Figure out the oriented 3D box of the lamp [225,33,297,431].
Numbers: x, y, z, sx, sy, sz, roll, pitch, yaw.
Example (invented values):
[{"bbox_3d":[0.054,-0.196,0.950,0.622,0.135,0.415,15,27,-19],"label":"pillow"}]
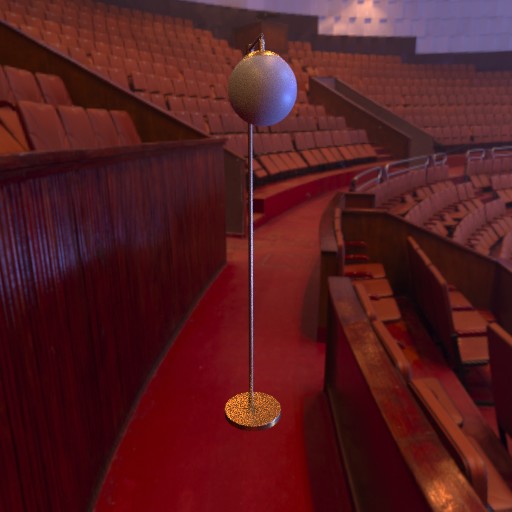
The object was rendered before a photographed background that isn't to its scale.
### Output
[{"bbox_3d":[0.000,0.000,1.674,0.249,1.505,0.476,-3,16,-9],"label":"lamp"}]
